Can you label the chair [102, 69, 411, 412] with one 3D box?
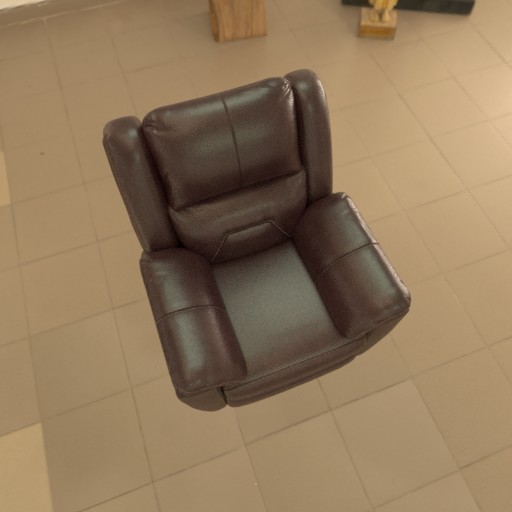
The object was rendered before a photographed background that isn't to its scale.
[{"bbox_3d":[0.000,0.000,1.933,0.990,1.093,1.041,-19,64,-9],"label":"chair"}]
